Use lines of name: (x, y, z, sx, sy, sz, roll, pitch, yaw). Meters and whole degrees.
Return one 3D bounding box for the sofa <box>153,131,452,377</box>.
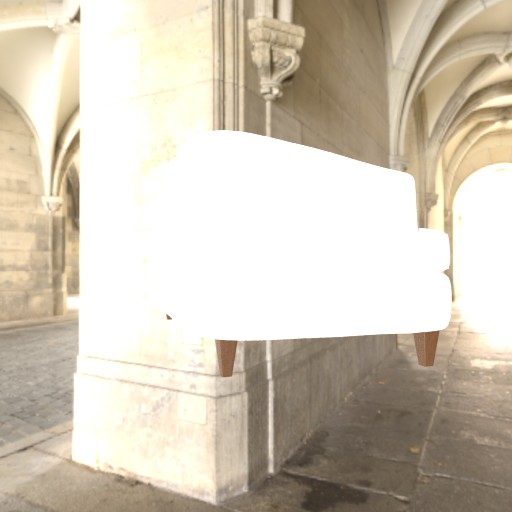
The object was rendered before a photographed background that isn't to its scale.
sofa: (0.000, 0.000, 2.216, 0.941, 0.855, 1.733, 0, -1, -18)
